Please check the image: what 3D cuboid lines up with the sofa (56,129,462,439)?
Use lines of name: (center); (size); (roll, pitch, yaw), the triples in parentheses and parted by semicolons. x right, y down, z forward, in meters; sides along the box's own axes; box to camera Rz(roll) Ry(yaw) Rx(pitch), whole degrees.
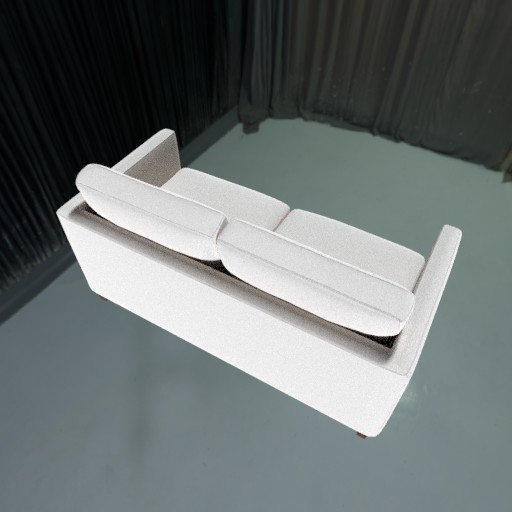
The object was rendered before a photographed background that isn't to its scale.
sofa: (0.000, 0.000, 2.232); (1.722, 0.888, 0.873); (23, 52, 19)
